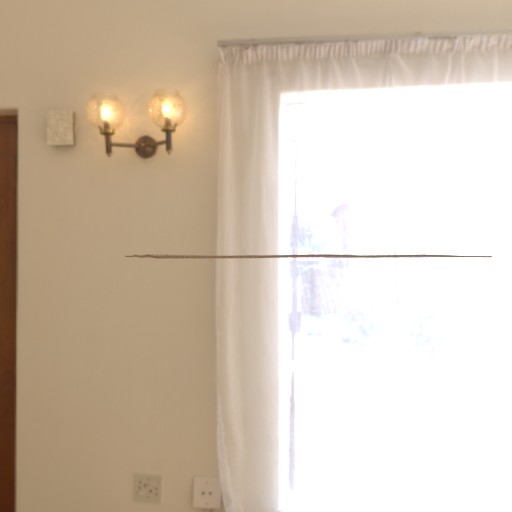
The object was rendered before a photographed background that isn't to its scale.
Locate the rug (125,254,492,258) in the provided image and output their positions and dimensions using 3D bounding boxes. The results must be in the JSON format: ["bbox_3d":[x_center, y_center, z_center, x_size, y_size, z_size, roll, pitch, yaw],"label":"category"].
[{"bbox_3d":[0.000,0.000,2.306,1.220,0.013,1.829,0,0,-19],"label":"rug"}]
